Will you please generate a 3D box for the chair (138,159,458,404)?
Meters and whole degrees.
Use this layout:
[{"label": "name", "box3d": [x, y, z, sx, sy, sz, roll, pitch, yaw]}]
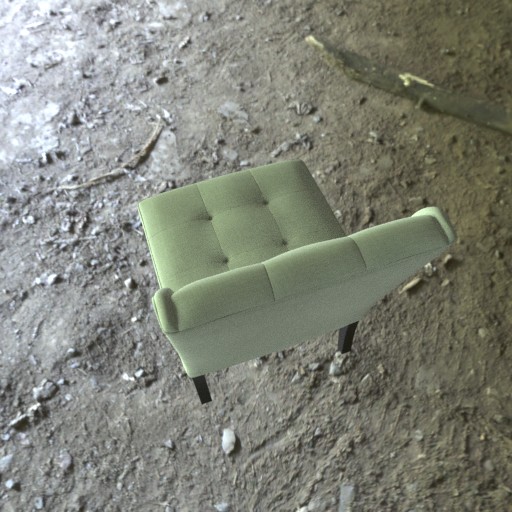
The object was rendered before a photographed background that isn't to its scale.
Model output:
[{"label": "chair", "box3d": [0.000, 0.000, 1.265, 0.569, 0.853, 0.676, -17, 59, -10]}]
